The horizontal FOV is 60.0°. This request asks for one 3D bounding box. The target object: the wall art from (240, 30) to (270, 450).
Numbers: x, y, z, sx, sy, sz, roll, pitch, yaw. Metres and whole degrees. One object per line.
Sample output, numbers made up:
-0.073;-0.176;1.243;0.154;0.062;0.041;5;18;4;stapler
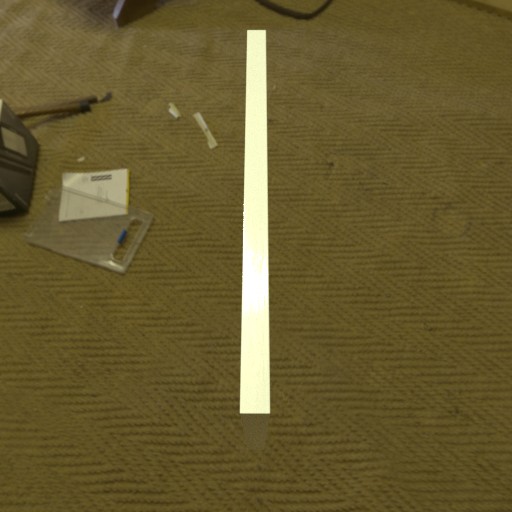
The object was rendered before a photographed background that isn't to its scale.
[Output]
0.000;0.000;1.369;0.053;0.787;1.041;0;62;0;wall art
